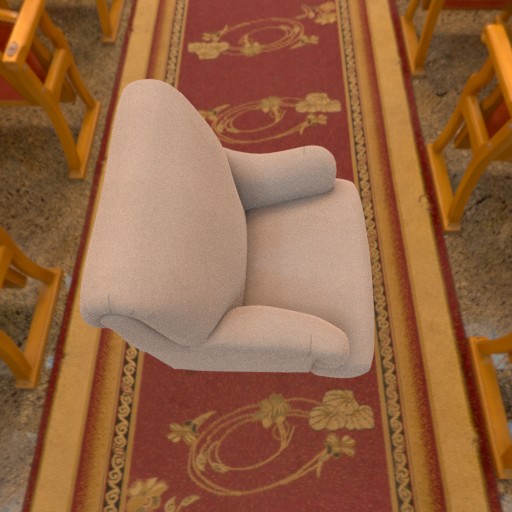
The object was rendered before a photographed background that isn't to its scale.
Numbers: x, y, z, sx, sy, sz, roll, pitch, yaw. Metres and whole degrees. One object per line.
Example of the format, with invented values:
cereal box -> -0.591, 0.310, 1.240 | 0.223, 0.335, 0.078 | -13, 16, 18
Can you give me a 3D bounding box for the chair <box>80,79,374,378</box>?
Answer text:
chair -> 0.000, 0.000, 1.547 | 0.842, 0.942, 0.766 | 1, 64, 0
